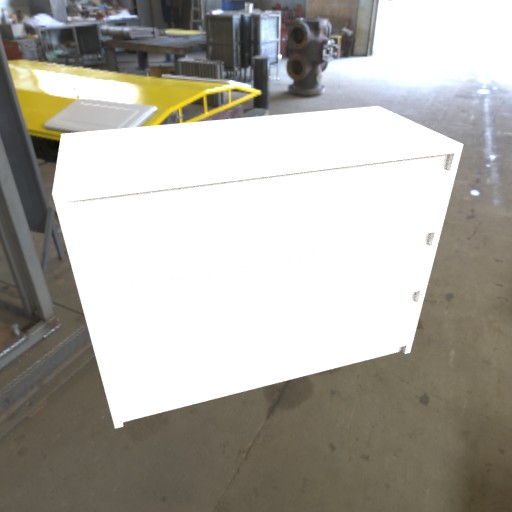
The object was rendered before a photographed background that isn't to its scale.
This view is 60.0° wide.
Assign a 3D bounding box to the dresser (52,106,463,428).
[{"bbox_3d":[0.000,0.000,1.530,1.100,0.820,0.460,-10,34,-15],"label":"dresser"}]
